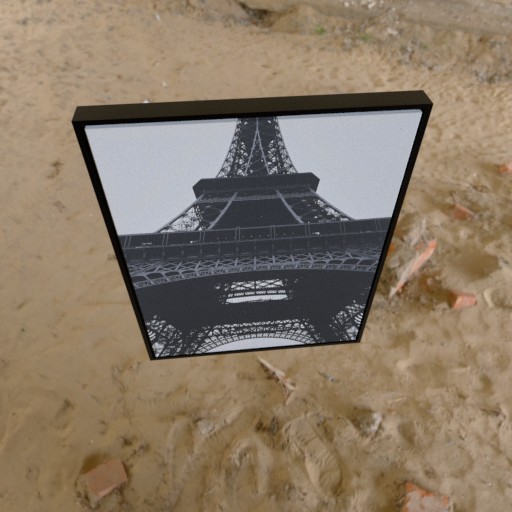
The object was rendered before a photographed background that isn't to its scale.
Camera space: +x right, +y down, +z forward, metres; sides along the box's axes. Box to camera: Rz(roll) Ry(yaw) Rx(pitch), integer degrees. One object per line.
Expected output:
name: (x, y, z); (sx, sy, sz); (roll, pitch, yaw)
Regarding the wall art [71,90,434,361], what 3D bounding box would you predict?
wall art: (0.000, 0.000, 0.761); (0.451, 0.553, 0.039); (-4, 46, -4)
